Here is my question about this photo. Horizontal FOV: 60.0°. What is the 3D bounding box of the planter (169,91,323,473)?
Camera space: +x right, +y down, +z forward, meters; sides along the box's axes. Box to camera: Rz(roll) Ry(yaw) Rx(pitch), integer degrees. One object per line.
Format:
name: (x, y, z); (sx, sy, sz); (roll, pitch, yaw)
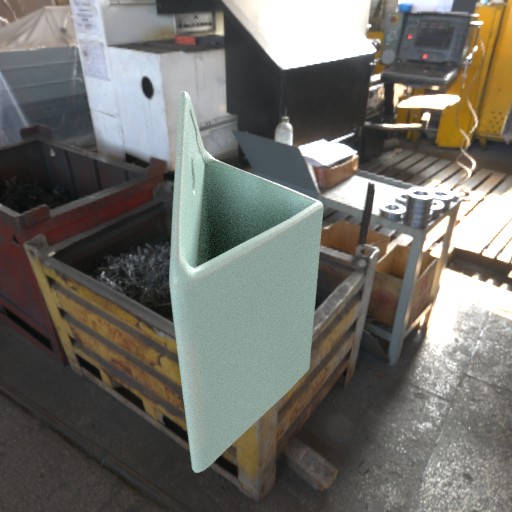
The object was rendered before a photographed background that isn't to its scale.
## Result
planter: (0.000, 0.000, 0.277); (0.079, 0.197, 0.164); (-1, 32, -1)
